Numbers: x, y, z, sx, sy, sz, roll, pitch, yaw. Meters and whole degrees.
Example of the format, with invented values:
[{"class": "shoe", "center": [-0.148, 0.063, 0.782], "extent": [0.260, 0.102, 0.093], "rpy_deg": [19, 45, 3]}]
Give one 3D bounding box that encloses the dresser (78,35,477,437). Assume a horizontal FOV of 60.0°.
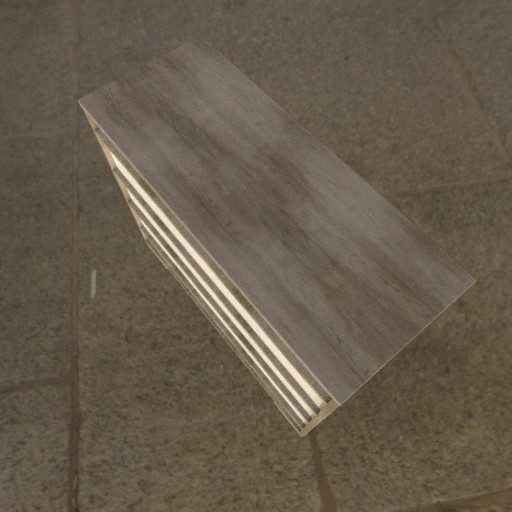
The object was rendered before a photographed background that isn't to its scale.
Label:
[{"class": "dresser", "center": [0.000, 0.000, 1.419], "extent": [0.404, 0.816, 0.994], "rpy_deg": [-36, 69, -16]}]
